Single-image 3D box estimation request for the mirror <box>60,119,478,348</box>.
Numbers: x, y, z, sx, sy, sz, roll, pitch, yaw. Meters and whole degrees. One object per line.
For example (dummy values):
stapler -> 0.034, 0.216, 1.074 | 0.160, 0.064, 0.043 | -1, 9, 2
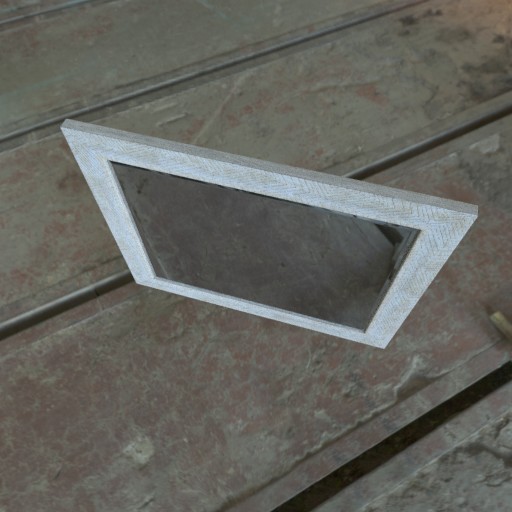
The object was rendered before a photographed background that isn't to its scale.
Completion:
mirror -> 0.000, 0.000, 1.156 | 0.839, 0.689, 0.028 | 14, 59, 8
